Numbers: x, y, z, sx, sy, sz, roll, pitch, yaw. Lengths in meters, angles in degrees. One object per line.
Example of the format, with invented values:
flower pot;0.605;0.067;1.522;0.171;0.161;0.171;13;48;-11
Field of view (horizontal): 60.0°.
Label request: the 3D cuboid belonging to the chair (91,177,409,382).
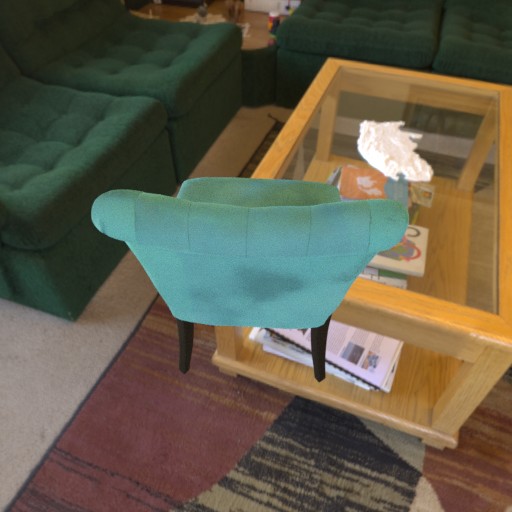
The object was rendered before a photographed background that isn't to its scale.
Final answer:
chair;0.000;0.000;1.226;0.582;0.750;0.605;2;46;2
